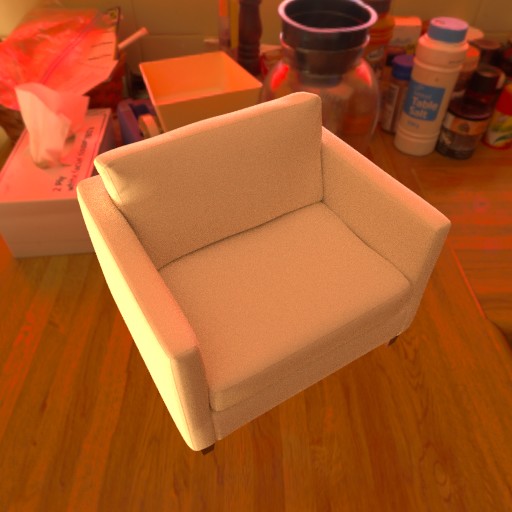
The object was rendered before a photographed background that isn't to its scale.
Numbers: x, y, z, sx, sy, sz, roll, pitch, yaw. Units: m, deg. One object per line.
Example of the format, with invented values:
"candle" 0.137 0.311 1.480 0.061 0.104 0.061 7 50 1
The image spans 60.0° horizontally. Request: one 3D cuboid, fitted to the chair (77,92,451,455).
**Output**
"chair" 0.000 0.000 1.669 1.019 0.885 0.878 -23 50 -21
